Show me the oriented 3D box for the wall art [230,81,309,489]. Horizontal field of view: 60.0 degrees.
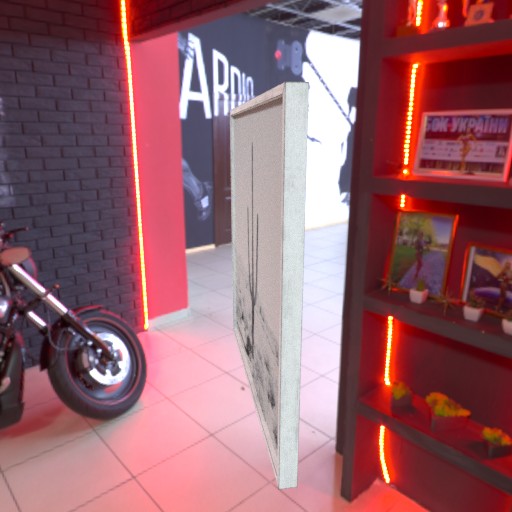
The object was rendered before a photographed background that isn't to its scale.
[{"bbox_3d":[0.000,0.000,1.151,0.038,0.762,0.762,-3,15,-9],"label":"wall art"}]
